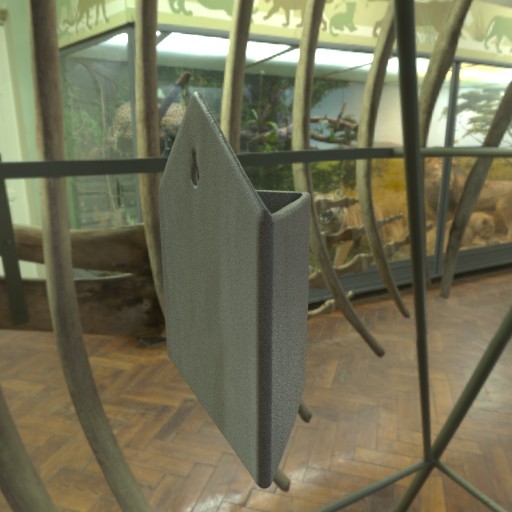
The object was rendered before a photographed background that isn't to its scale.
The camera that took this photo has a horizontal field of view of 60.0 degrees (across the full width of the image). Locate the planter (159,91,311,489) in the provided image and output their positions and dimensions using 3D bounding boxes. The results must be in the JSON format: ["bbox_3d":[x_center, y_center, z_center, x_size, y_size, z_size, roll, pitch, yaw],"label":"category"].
[{"bbox_3d":[0.000,0.000,0.282,0.080,0.194,0.163,-7,16,-26],"label":"planter"}]
